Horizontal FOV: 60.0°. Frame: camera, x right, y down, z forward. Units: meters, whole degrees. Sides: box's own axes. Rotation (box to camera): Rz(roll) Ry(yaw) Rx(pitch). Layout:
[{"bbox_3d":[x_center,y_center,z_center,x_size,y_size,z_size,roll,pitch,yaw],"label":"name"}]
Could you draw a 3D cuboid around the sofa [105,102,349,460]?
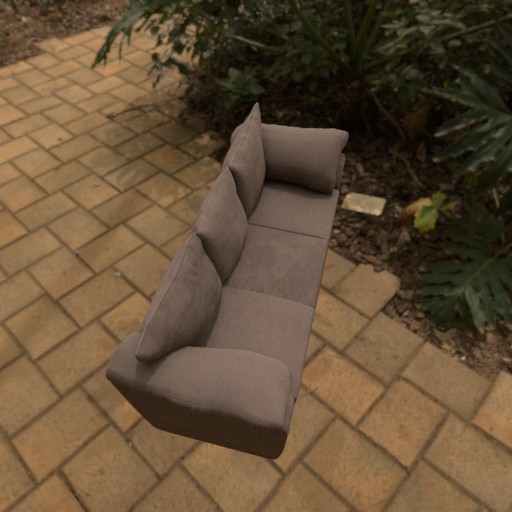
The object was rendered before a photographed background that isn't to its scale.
[{"bbox_3d":[0.000,0.000,2.883,0.893,0.981,2.377,11,48,10],"label":"sofa"}]
